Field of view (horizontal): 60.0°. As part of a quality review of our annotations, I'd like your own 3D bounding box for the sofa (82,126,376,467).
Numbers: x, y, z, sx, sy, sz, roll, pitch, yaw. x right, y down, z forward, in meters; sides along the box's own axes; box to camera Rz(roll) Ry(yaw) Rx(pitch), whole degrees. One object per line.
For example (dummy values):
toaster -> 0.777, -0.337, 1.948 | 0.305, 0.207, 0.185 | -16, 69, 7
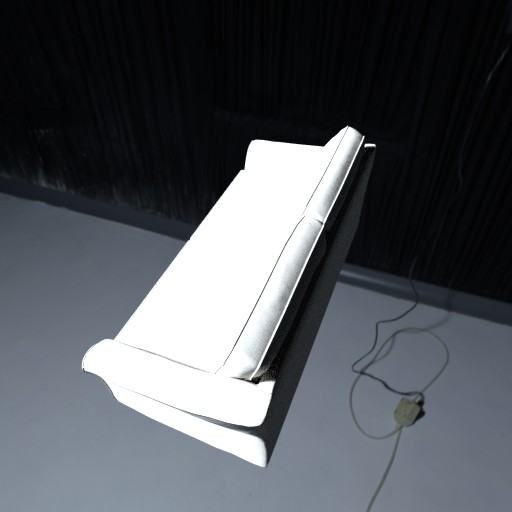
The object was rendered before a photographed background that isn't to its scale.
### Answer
sofa -> 0.000, 0.000, 2.804 | 0.980, 0.965, 2.270 | 16, 48, 15
